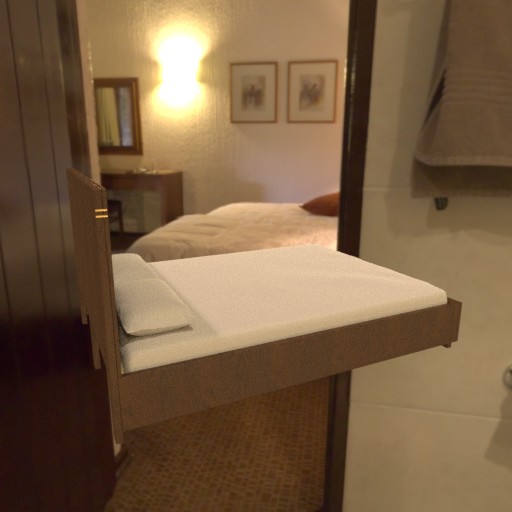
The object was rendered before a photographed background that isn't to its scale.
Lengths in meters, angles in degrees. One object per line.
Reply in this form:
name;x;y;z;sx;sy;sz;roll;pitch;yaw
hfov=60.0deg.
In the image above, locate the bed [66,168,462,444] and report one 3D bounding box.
bed;0.000;0.000;3.068;2.221;1.169;1.613;-7;16;-25
